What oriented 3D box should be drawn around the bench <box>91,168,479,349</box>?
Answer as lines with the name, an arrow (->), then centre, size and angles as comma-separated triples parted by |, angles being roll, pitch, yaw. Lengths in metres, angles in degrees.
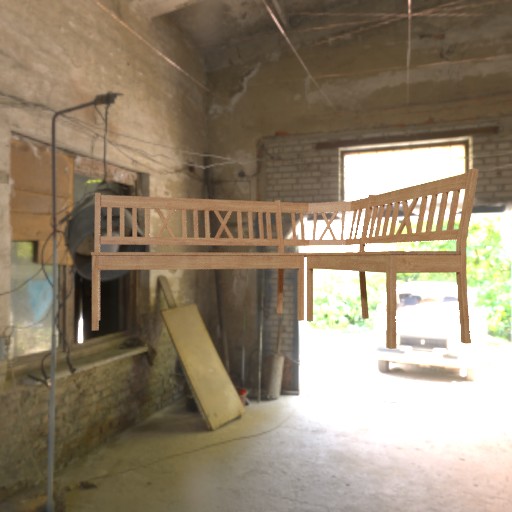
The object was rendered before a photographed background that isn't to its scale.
bench -> 0.000, 0.000, 2.738 | 1.937, 0.902, 1.537 | 0, 0, -17
